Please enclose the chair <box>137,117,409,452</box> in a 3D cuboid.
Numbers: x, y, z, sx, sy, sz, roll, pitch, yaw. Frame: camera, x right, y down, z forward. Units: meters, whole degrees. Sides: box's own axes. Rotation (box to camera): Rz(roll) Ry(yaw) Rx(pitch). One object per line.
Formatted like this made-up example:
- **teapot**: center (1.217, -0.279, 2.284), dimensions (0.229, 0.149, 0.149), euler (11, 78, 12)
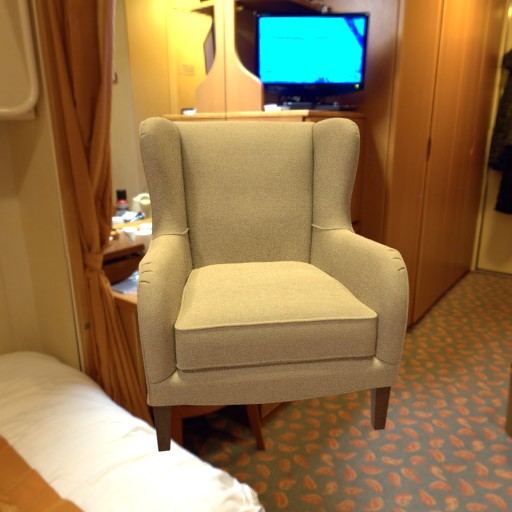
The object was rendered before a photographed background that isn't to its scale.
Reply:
- **chair**: center (0.000, 0.000, 1.732), dimensions (0.838, 1.040, 0.966), euler (-2, 16, -8)
